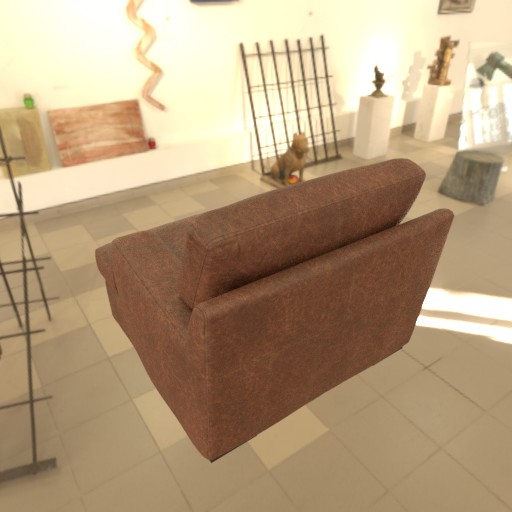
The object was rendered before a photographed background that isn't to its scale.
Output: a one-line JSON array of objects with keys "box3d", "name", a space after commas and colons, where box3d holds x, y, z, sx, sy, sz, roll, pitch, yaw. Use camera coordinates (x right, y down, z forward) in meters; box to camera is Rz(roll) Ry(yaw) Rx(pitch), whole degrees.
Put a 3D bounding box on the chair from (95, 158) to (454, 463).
[{"box3d": [0.000, 0.000, 1.982, 1.168, 0.939, 1.143, -20, 37, -29], "name": "chair"}]
